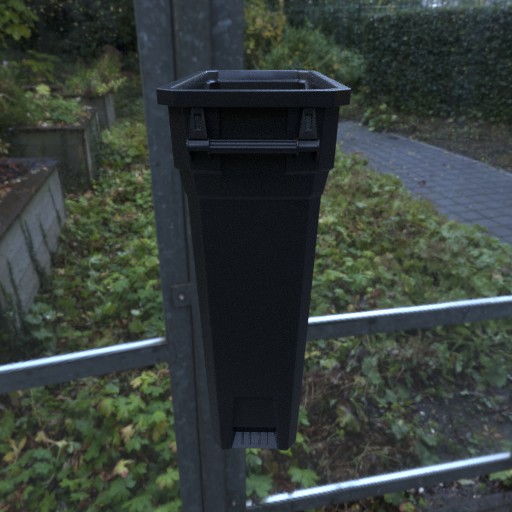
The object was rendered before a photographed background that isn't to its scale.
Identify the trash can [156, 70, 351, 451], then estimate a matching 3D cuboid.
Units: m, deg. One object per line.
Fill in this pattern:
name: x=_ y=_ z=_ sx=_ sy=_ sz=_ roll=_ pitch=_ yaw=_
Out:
trash can: x=0.000 y=0.000 z=1.018 sx=0.281 sy=0.762 sz=0.559 roll=0 pitch=25 yaw=1
